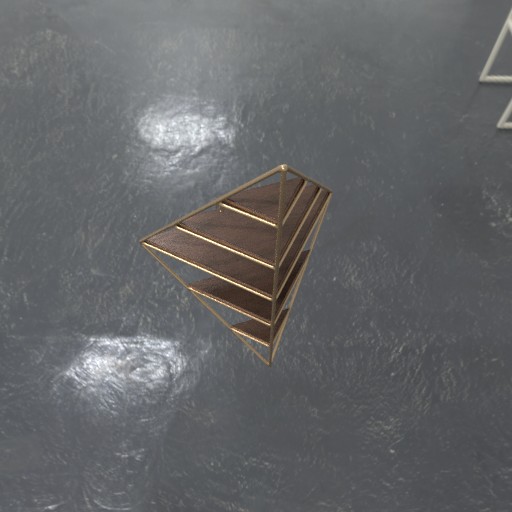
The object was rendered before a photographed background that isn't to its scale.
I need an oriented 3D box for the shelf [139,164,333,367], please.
[{"bbox_3d":[0.000,0.000,1.163,0.564,0.913,0.294,-16,58,-10],"label":"shelf"}]
